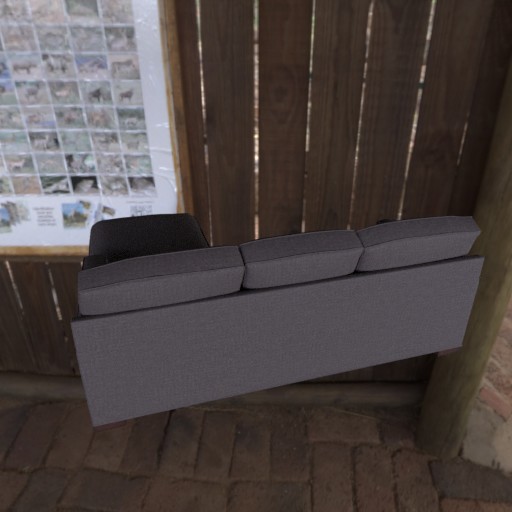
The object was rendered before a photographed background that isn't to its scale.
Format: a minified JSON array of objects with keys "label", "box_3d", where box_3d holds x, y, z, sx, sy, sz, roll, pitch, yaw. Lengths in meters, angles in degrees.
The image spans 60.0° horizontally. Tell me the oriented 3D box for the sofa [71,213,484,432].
[{"label":"sofa","box_3d":[0.000,0.000,3.237,2.370,0.973,1.790,-8,28,-15]}]
